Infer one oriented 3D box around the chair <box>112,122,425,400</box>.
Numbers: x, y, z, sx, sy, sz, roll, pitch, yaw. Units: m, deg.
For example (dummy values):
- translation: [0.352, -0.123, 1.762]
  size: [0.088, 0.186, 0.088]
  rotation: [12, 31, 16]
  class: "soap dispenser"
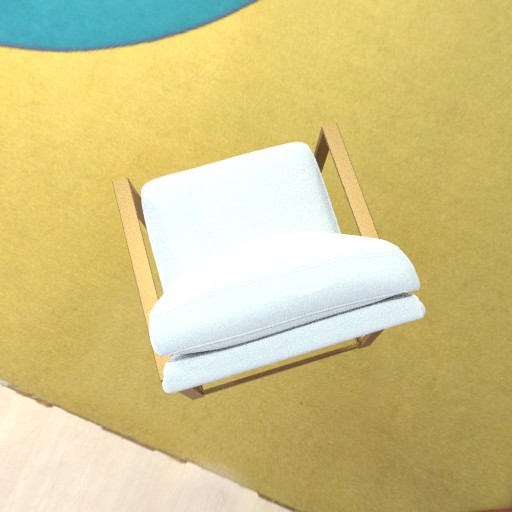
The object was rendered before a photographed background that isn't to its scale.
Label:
- translation: [0.000, 0.000, 1.545]
  size: [0.805, 0.966, 0.813]
  rotation: [-16, 75, -4]
  class: "chair"
